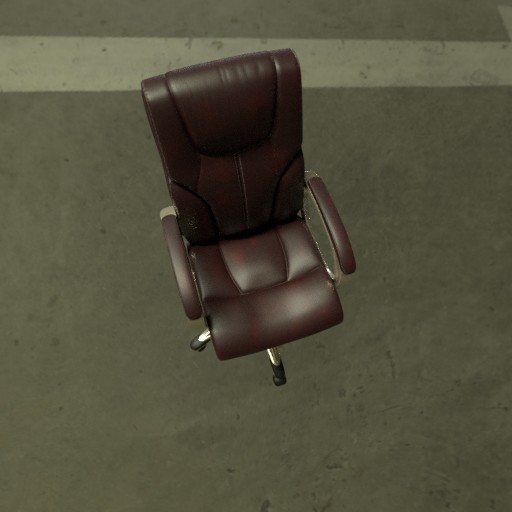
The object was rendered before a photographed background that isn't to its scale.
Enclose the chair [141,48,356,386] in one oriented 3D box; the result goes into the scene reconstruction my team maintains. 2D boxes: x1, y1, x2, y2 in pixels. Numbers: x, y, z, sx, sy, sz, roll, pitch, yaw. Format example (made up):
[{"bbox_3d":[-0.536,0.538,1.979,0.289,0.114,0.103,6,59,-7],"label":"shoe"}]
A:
[{"bbox_3d":[0.000,0.000,1.579,0.662,1.107,0.739,-16,64,-8],"label":"chair"}]
